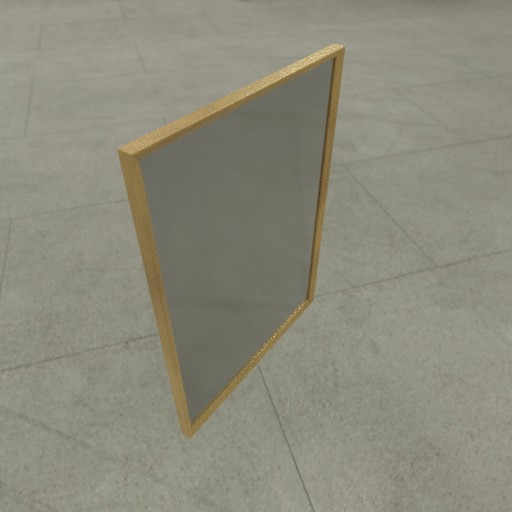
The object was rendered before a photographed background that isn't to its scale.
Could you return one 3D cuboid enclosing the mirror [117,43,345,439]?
[{"bbox_3d":[0.000,0.000,1.327,0.041,1.016,0.762,26,48,27],"label":"mirror"}]
